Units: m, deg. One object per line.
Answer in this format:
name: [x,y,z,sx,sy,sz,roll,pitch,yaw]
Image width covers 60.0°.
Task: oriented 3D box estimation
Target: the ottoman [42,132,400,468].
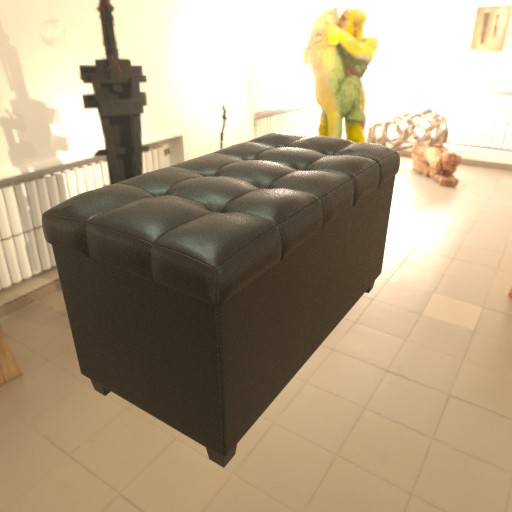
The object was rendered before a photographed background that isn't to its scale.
ottoman: [0.000,0.000,1.112,0.432,0.470,0.838,17,31,30]
